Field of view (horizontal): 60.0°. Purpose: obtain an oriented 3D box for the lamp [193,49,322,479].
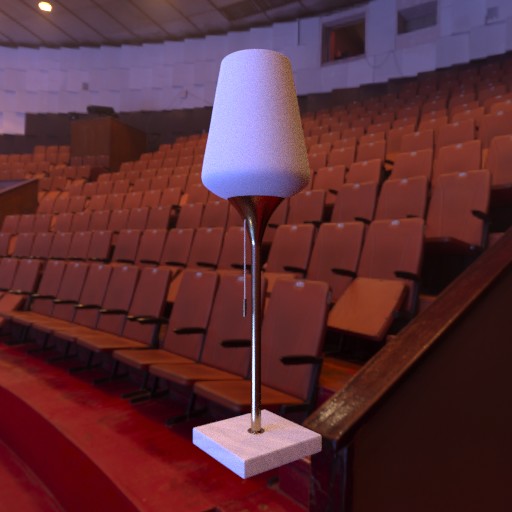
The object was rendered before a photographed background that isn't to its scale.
[{"bbox_3d":[0.000,0.000,0.740,0.181,0.639,0.181,0,0,-36],"label":"lamp"}]
